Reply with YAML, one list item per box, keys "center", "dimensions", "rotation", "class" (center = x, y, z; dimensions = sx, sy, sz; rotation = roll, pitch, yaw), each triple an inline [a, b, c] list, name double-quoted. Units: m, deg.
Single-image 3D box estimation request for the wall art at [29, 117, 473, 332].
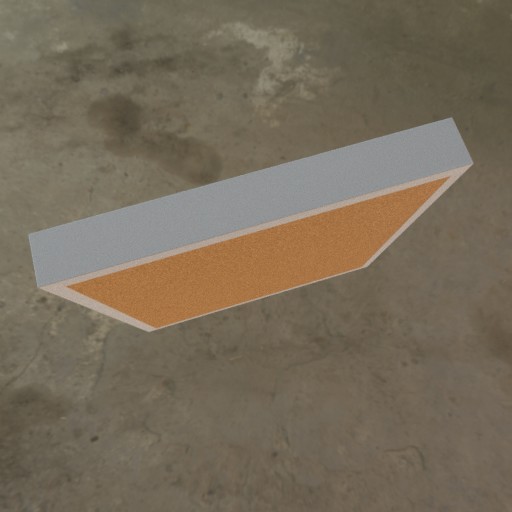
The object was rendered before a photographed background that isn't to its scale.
- center: [0.000, 0.000, 0.448]
  dimensions: [0.305, 0.305, 0.038]
  rotation: [-16, 76, -4]
  class: "wall art"
